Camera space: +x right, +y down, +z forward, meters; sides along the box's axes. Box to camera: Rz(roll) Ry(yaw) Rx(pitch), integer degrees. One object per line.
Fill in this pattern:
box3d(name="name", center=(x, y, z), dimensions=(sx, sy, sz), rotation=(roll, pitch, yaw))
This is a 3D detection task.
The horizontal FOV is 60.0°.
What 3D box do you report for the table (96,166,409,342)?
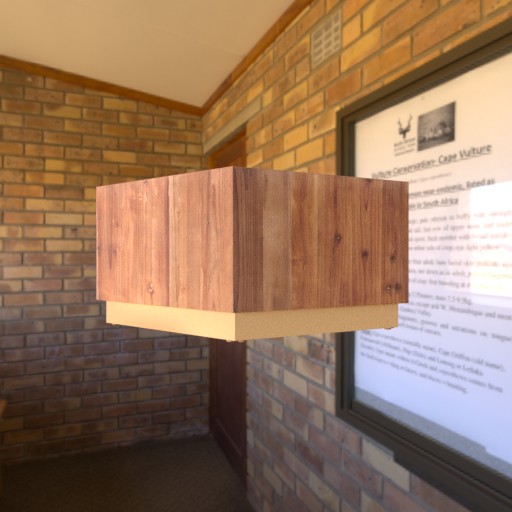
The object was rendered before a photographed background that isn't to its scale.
box3d(name="table", center=(0.000, 0.000, 1.696), dimensions=(1.154, 0.456, 1.000), rotation=(0, 0, 36))
